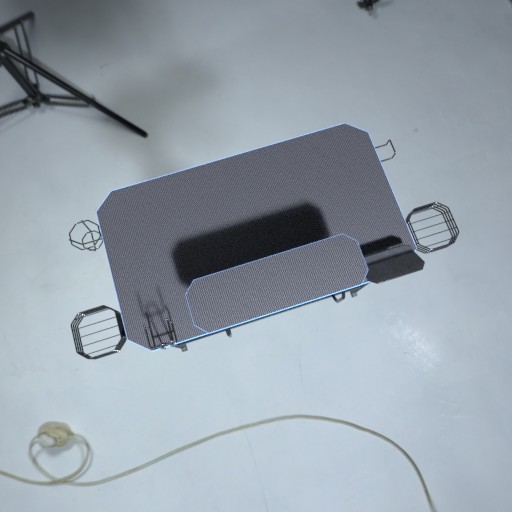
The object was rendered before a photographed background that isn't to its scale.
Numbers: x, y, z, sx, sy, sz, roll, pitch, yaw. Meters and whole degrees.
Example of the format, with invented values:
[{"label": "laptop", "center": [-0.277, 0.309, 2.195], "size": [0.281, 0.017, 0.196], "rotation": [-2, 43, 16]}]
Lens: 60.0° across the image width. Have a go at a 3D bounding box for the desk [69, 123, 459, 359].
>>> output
[{"label": "desk", "center": [0.000, 0.000, 1.750], "size": [1.295, 0.909, 0.594], "rotation": [-17, 77, -4]}]
